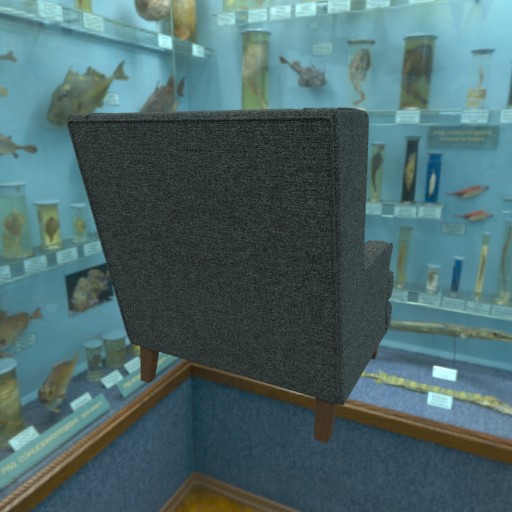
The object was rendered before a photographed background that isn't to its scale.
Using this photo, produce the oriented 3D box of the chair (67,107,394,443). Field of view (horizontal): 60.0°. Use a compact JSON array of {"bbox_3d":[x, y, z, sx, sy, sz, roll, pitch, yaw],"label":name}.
[{"bbox_3d":[0.000,0.000,1.771,0.942,1.082,0.927,8,18,27],"label":"chair"}]
